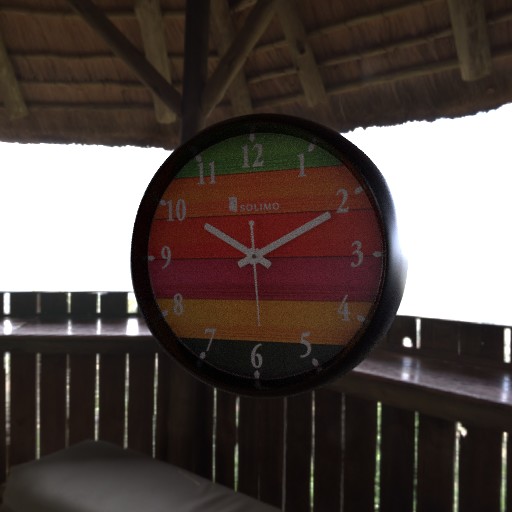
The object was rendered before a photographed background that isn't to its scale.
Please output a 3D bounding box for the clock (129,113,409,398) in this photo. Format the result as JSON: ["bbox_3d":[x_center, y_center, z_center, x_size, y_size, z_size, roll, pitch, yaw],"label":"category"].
[{"bbox_3d":[0.000,0.000,0.460,0.300,0.300,0.060,0,0,18],"label":"clock"}]
